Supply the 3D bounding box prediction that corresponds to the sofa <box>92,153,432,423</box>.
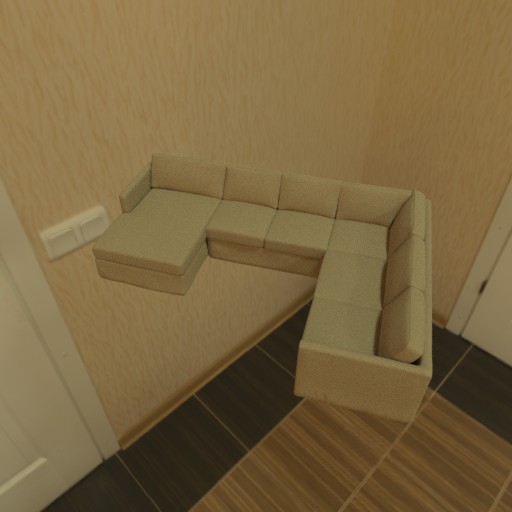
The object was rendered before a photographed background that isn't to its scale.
[{"bbox_3d":[0.000,0.000,4.700,3.528,0.878,2.476,11,43,12],"label":"sofa"}]
